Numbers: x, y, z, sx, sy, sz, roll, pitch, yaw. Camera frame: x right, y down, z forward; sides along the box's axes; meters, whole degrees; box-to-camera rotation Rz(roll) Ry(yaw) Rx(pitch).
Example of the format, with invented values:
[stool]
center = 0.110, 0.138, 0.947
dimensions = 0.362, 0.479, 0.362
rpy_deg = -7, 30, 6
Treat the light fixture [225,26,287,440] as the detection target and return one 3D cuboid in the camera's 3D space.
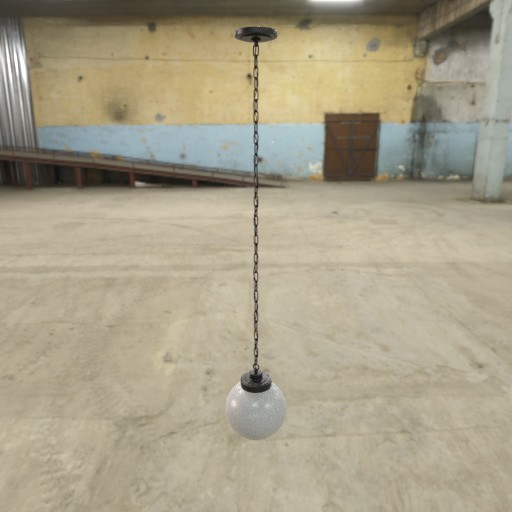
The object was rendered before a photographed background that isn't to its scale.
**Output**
[light fixture]
center = 0.000, 0.000, 2.019
dimensions = 0.305, 1.867, 0.304
rpy_deg = 7, 16, 27
